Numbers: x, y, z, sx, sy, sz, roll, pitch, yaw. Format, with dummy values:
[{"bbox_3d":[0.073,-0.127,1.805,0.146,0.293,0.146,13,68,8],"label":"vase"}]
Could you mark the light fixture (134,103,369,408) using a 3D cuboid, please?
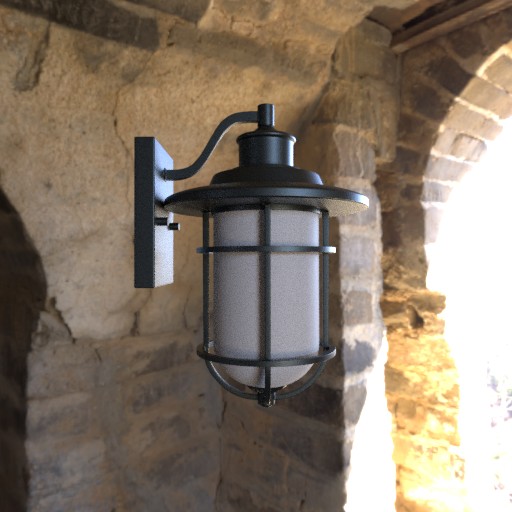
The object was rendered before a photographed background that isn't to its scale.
[{"bbox_3d":[0.000,0.000,0.508,0.252,0.345,0.222,0,-1,0],"label":"light fixture"}]
